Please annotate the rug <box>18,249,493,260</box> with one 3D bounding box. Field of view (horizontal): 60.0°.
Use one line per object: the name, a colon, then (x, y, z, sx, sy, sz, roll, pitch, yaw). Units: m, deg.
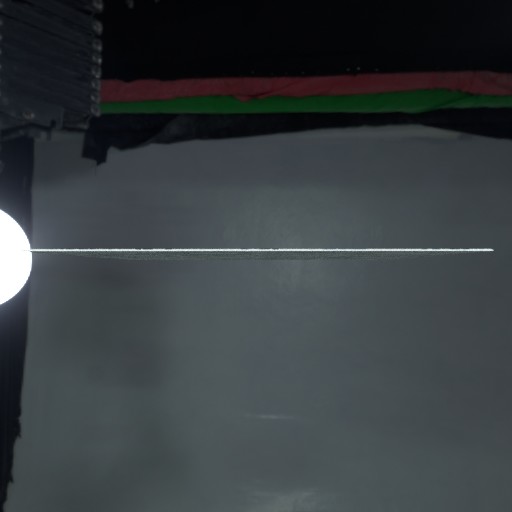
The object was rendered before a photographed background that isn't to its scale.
rug: (0.000, 0.000, 4.028, 3.040, 0.014, 2.423, 0, -2, 1)
